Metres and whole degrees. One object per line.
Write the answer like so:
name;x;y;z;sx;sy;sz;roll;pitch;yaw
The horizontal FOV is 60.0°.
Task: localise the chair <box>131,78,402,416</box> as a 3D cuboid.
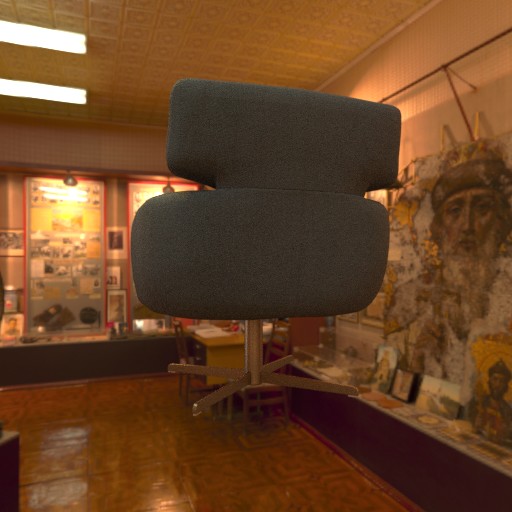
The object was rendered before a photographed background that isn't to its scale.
chair;0.000;0.000;1.400;0.738;0.813;0.761;0;-1;-19
